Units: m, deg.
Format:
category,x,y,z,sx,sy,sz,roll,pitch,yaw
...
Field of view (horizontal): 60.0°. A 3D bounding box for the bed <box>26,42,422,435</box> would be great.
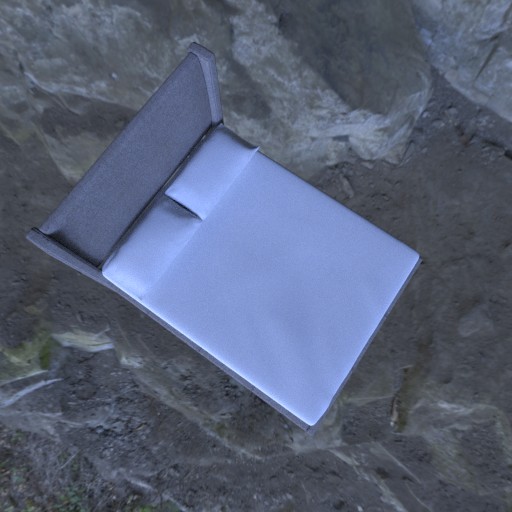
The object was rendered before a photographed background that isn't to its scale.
category,x,y,z,sx,sy,sz,roll,pitch,yaw
bed,0.000,0.000,3.405,2.245,1.476,1.714,34,78,8
